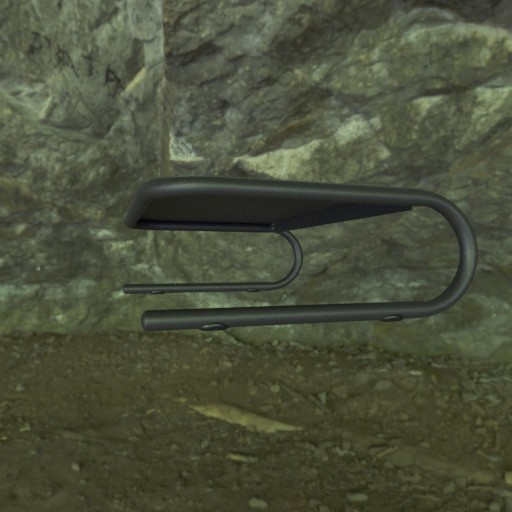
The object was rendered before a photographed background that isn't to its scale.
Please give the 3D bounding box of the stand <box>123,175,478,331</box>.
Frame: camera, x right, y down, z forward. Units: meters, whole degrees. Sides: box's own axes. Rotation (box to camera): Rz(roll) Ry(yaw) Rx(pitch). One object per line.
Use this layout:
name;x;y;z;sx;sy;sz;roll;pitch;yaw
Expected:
stand;0.000;0.000;0.506;0.280;0.108;0.370;0;-1;-19
